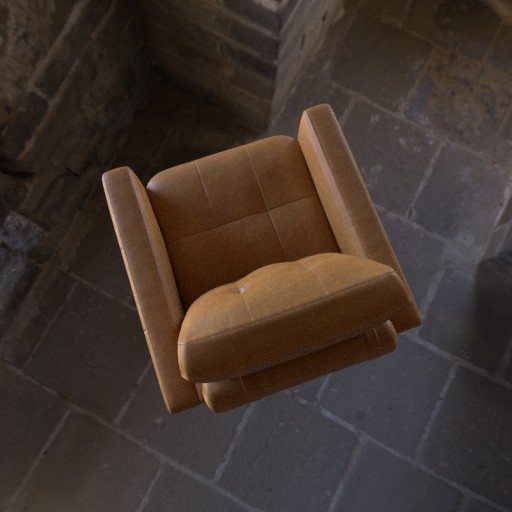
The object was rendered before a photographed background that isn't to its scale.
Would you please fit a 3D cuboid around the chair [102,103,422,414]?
[{"bbox_3d":[0.000,0.000,1.523,0.831,0.896,0.868,-19,78,-4],"label":"chair"}]
